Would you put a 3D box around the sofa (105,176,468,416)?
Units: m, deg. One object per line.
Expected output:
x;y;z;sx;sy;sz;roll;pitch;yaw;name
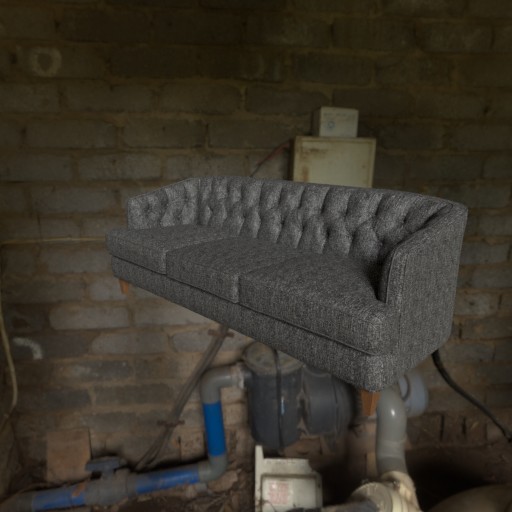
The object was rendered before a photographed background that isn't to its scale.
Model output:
0.000;0.000;2.747;0.941;0.855;2.278;-14;20;-42;sofa
